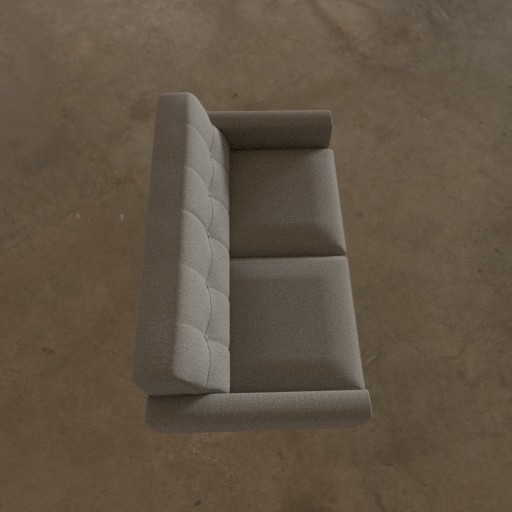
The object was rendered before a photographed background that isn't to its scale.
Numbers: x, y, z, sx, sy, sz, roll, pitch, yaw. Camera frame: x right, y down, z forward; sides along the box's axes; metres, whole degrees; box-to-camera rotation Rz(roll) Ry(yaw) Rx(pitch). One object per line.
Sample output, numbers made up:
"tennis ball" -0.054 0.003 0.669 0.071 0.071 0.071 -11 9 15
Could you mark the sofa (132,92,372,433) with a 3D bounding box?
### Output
"sofa" 0.000 0.000 2.277 0.952 0.925 1.651 -1 64 -1
